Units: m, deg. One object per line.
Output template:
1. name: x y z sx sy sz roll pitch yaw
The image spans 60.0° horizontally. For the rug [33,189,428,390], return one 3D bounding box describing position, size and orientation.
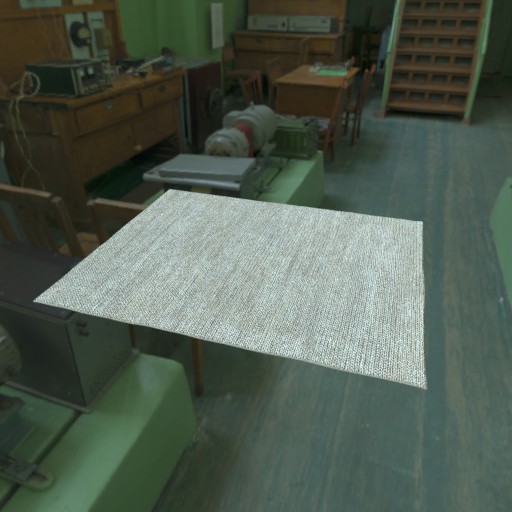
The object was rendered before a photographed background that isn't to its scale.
1. rug: 0.000 0.000 4.196 3.052 0.030 2.429 9 33 15
